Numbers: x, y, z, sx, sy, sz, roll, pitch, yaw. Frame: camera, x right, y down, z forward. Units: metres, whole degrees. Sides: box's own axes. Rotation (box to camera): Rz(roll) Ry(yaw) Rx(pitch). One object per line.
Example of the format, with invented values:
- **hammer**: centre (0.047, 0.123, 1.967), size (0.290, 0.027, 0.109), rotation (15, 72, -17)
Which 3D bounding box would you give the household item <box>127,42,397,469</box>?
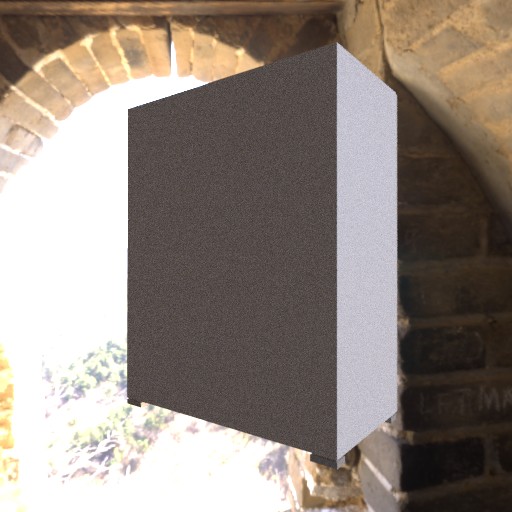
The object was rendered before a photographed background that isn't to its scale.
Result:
- **household item**: centre (0.000, 0.000, 1.451), size (0.790, 1.010, 0.420), rotation (0, 0, 37)
